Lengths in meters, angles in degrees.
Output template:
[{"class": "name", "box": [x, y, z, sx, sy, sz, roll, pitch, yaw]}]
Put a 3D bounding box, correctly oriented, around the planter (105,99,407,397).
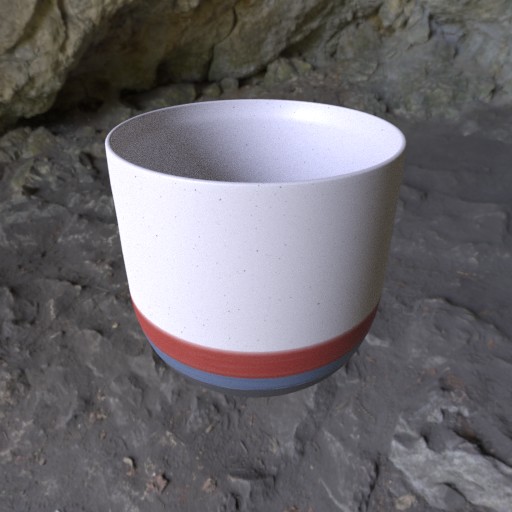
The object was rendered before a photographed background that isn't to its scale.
[{"class": "planter", "box": [0.000, 0.000, 0.475, 0.268, 0.270, 0.268, 0, 31, 0]}]
